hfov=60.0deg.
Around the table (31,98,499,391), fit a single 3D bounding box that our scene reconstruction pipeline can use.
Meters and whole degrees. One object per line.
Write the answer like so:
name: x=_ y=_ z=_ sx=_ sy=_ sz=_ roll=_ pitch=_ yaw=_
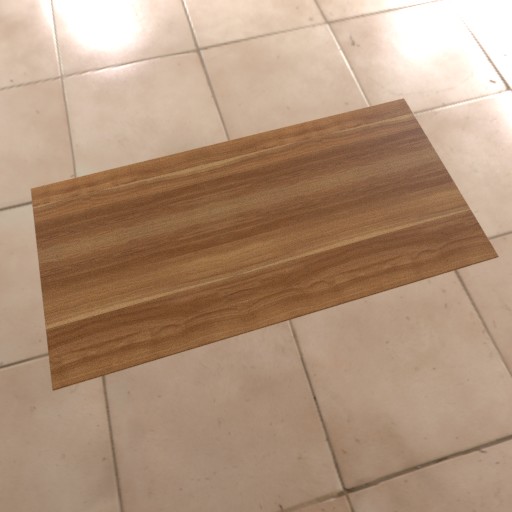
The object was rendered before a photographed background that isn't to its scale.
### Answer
table: x=0.000 y=0.000 z=2.438 sx=2.000 sy=0.770 sz=1.000 roll=-16 pitch=66 yaw=-7
